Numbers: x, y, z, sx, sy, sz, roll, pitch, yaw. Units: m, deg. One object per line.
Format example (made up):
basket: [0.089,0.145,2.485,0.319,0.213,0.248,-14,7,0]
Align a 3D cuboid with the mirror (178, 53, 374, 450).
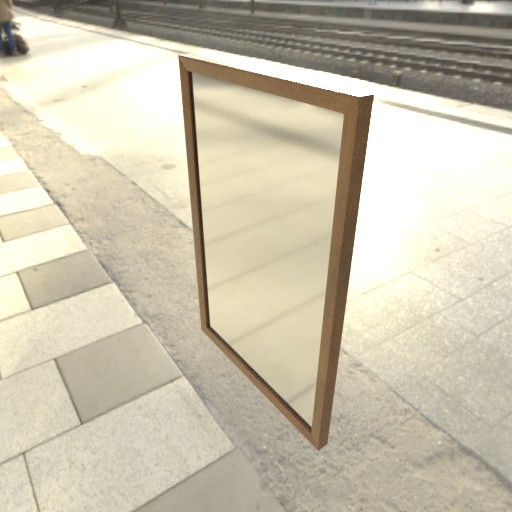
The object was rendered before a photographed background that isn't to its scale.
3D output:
mirror: [0.000,0.000,1.168,0.040,0.915,0.609,-21,38,-31]
